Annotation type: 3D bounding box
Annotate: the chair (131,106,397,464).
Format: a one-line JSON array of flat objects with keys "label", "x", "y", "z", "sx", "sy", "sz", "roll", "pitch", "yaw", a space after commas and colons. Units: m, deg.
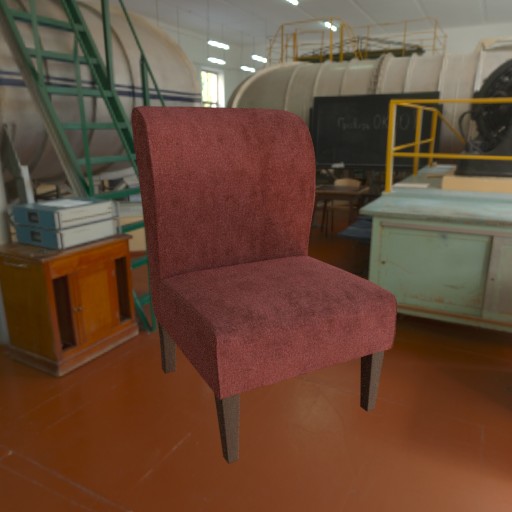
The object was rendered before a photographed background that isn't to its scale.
[{"label": "chair", "x": 0.000, "y": 0.000, "z": 1.294, "sx": 0.538, "sy": 0.846, "sz": 0.640, "roll": -8, "pitch": 18, "yaw": -27}]
